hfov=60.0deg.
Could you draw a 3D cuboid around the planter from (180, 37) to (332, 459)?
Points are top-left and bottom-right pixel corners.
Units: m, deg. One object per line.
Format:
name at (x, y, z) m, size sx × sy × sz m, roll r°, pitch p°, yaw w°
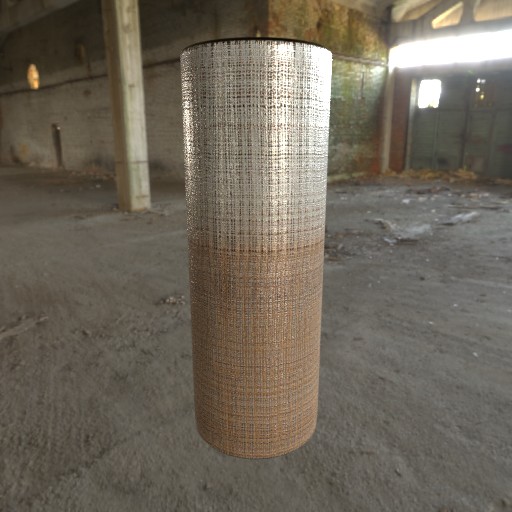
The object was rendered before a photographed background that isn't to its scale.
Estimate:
planter at (0.000, 0.000, 0.328) m, size 0.099 × 0.278 × 0.099 m, roll 14°, pitch 20°, yaw 42°
